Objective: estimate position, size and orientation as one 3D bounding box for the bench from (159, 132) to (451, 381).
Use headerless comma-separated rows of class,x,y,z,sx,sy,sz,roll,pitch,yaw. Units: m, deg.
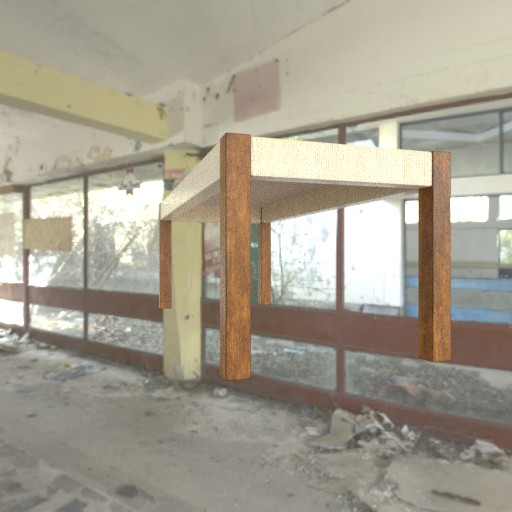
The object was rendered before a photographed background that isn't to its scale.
bench,0.000,0.000,1.460,0.507,0.457,1.198,0,0,-18
